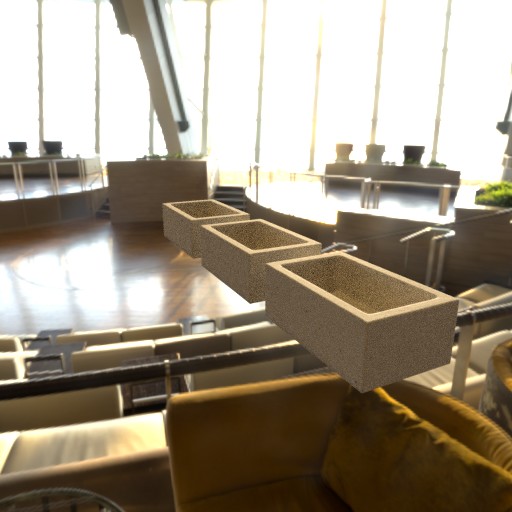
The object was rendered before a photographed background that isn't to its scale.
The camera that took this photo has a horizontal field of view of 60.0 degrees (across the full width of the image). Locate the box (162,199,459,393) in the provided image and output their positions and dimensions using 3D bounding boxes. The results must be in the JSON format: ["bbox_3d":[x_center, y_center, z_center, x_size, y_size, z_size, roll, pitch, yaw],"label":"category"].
[{"bbox_3d":[0.000,0.000,0.492,0.082,0.051,0.461,-8,19,-26],"label":"box"}]
